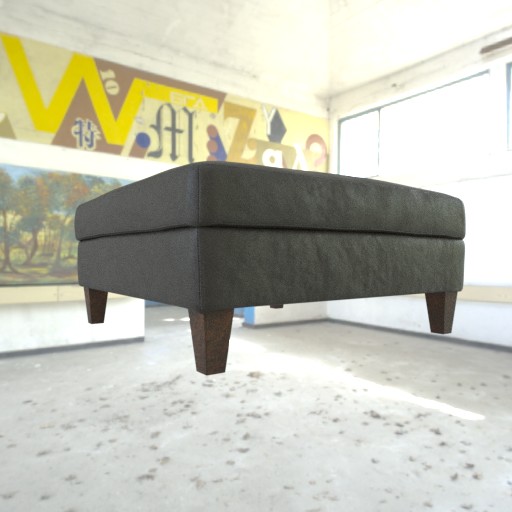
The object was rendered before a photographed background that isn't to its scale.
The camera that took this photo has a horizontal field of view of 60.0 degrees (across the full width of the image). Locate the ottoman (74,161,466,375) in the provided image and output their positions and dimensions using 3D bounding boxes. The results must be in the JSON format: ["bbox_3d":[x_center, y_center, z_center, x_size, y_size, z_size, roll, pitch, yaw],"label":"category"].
[{"bbox_3d":[0.000,0.000,1.287,0.836,0.415,0.844,0,0,-35],"label":"ottoman"}]
